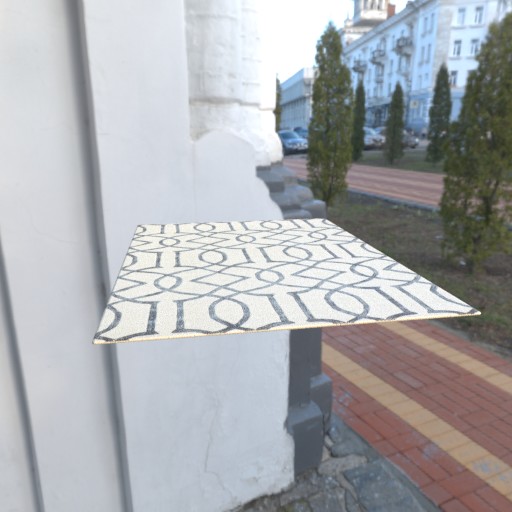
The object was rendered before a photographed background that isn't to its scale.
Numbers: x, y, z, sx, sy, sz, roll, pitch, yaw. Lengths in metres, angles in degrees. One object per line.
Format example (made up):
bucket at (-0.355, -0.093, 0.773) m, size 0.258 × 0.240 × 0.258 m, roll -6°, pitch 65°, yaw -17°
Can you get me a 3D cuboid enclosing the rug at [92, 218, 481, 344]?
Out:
rug at (0.000, 0.000, 3.817) m, size 2.211 × 0.021 × 2.910 m, roll -3°, pitch 16°, yaw -10°
